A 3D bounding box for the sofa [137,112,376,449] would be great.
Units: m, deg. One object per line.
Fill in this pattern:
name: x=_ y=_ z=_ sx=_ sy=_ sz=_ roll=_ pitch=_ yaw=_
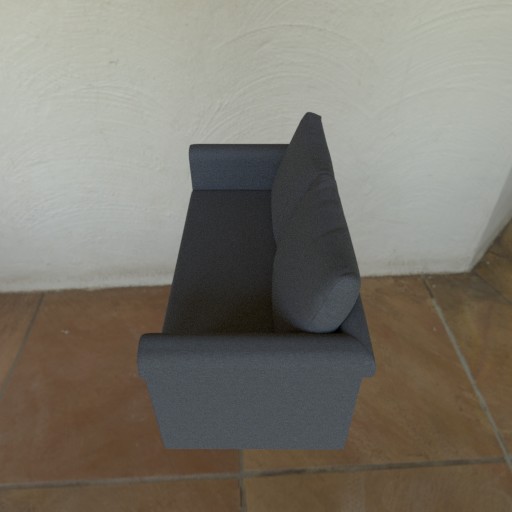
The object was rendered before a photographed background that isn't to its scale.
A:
sofa: x=0.000 y=0.000 z=2.016 sx=0.741 sy=0.872 sz=1.460 roll=0 pitch=41 yaw=0
